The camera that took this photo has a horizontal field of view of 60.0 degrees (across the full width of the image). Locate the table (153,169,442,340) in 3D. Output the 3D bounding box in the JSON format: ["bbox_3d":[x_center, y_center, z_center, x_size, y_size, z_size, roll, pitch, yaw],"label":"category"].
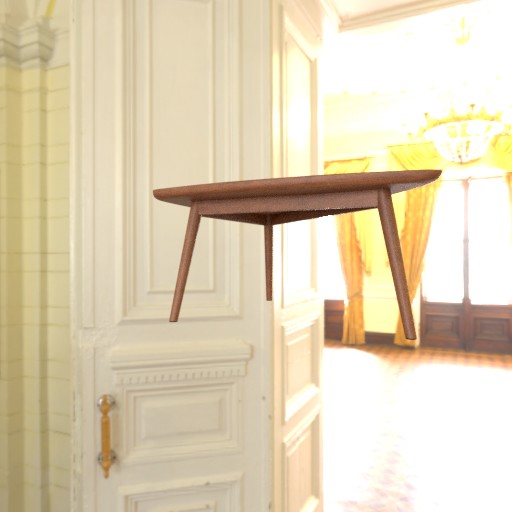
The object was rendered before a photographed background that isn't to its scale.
[{"bbox_3d":[0.000,0.000,1.319,0.601,0.365,1.008,0,0,-20],"label":"table"}]
